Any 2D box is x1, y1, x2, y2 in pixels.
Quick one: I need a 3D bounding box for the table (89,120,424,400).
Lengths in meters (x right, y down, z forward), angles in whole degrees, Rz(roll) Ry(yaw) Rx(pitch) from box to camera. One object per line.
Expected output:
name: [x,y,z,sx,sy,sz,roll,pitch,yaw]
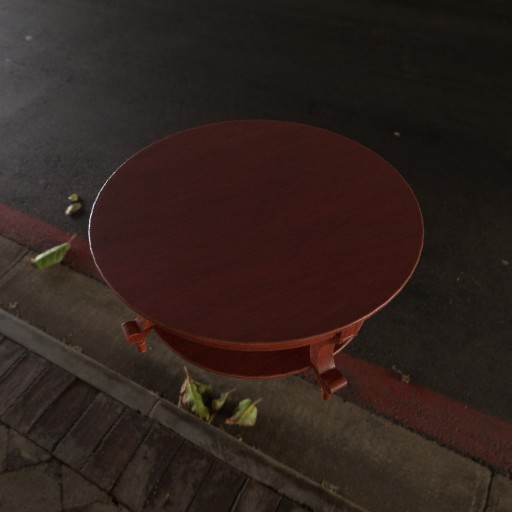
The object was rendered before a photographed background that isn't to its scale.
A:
table: [0.000,0.000,1.573,1.029,0.486,1.029,0,47,0]
